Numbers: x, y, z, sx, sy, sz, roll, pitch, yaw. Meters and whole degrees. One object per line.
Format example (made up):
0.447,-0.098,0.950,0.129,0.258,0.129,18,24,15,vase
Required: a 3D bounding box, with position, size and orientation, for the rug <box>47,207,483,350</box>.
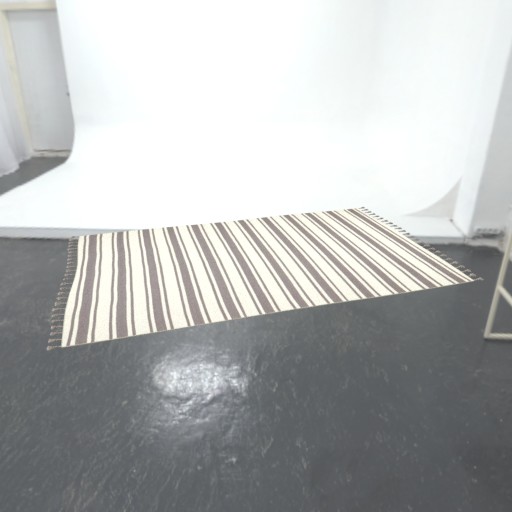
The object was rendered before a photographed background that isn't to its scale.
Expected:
0.000,0.000,2.534,2.096,0.011,1.229,-7,26,-15,rug
